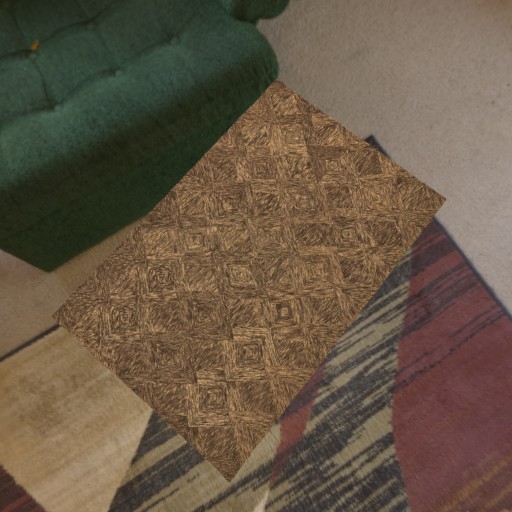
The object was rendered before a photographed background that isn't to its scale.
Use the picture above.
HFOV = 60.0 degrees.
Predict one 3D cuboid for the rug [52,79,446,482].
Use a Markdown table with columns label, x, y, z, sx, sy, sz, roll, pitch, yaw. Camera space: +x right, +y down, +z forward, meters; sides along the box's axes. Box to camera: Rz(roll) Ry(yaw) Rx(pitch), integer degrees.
| label | x | y | z | sx | sy | sz | roll | pitch | yaw |
| --- | --- | --- | --- | --- | --- | --- | --- | --- | --- |
| rug | 0.000 | 0.000 | 2.307 | 1.189 | 0.011 | 1.808 | 39 | 78 | 10 |
